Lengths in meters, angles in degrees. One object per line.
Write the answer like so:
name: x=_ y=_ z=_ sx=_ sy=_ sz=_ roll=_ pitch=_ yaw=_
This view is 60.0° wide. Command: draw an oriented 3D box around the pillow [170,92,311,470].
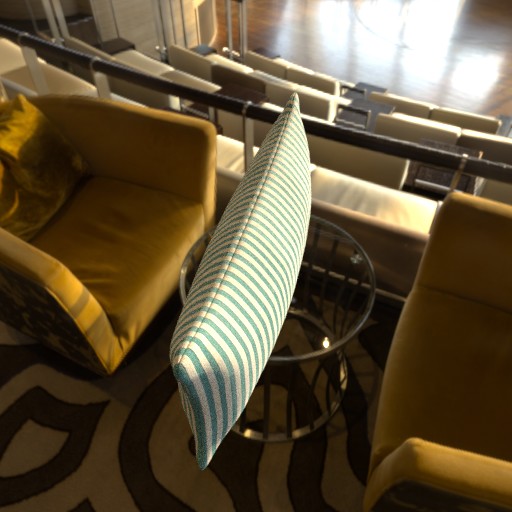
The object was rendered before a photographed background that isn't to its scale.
pillow: x=0.000 y=0.000 z=0.750 sx=0.151 sy=0.295 sz=0.617 roll=11 pitch=47 yaw=10
